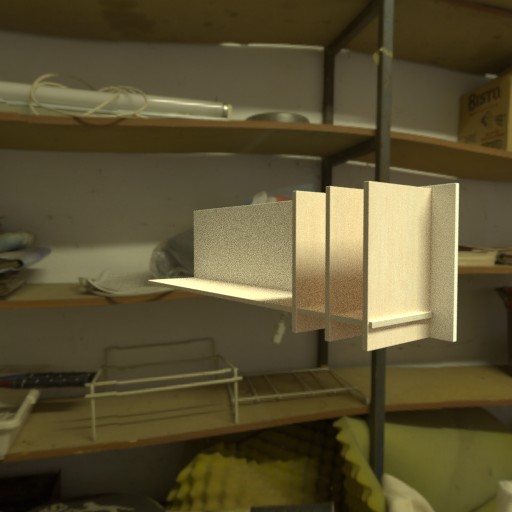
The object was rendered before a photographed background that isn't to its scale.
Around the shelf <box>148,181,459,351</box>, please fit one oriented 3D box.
[{"bbox_3d":[0.000,0.000,1.192,0.200,0.300,1.020,-2,3,-36],"label":"shelf"}]
